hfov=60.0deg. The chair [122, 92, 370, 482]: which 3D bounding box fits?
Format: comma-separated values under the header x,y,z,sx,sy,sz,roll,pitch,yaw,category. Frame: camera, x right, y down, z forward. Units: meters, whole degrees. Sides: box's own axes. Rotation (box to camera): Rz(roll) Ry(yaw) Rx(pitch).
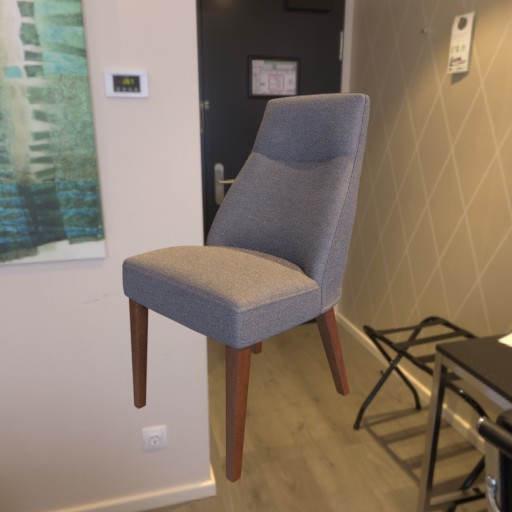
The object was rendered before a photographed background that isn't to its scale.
x,y,z,sx,sy,sz,roll,pitch,yaw,category
0.000,0.000,1.308,0.500,0.930,0.620,15,21,42,chair
